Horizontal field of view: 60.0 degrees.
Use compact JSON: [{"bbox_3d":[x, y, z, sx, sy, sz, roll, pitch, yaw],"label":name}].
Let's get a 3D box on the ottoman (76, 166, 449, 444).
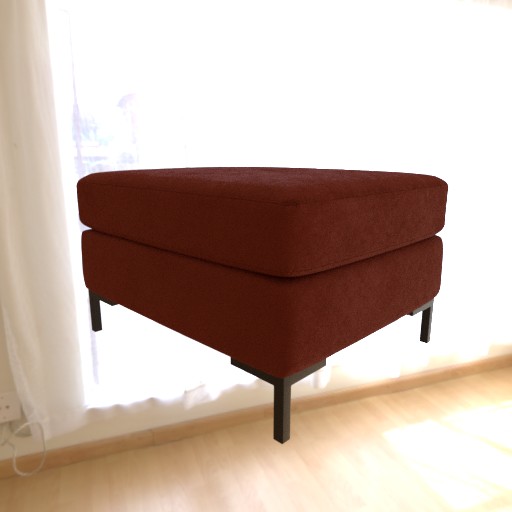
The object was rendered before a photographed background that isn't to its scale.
[{"bbox_3d":[0.000,0.000,1.194,0.782,0.462,0.650,13,18,43],"label":"ottoman"}]
